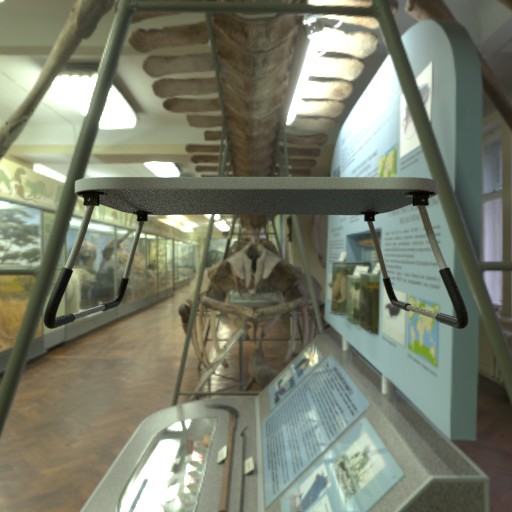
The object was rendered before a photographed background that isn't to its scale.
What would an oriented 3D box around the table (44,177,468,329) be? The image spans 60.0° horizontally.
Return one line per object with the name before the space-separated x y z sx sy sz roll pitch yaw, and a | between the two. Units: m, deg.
table | 0.000 0.000 0.856 0.660 0.232 0.400 0 0 0
